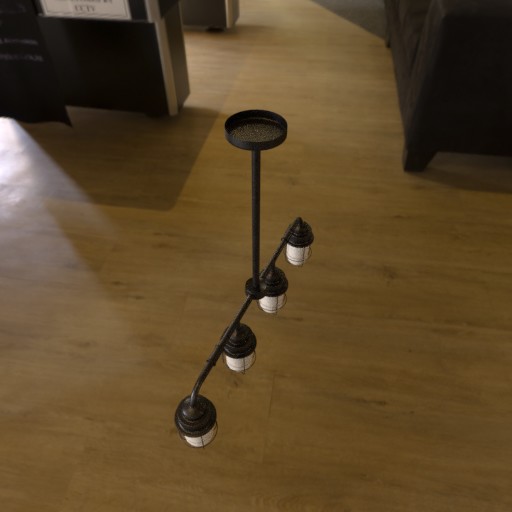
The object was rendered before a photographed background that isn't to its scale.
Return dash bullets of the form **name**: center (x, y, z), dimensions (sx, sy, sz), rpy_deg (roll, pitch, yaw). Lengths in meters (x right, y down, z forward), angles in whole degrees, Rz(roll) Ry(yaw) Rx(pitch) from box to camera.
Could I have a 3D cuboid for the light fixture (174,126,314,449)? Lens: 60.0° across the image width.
- **light fixture**: center (0.000, 0.000, 1.204), dimensions (0.131, 0.785, 0.852), rpy_deg (19, 49, 17)
